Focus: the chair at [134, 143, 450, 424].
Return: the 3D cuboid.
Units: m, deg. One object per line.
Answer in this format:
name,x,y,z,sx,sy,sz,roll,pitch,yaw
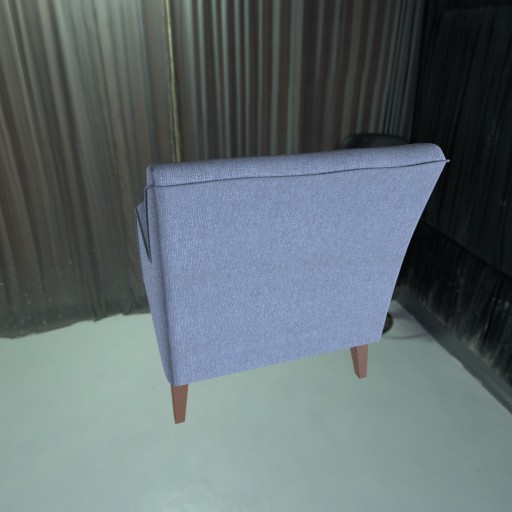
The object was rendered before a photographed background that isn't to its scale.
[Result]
chair,0.000,0.000,1.601,0.780,0.919,0.899,-8,27,-16
